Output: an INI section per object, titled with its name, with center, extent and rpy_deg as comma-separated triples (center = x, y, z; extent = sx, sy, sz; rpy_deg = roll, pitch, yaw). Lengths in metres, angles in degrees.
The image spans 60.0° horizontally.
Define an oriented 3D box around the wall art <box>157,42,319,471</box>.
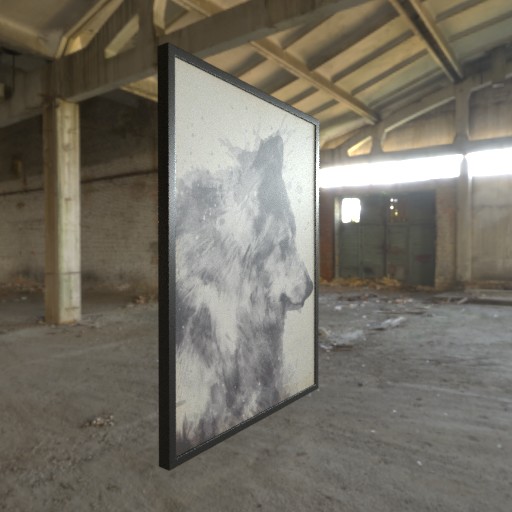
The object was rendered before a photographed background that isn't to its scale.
[wall art]
center = 0.000, 0.000, 1.436
extent = 0.039, 1.061, 0.804
rpy_deg = 1, 1, 35
